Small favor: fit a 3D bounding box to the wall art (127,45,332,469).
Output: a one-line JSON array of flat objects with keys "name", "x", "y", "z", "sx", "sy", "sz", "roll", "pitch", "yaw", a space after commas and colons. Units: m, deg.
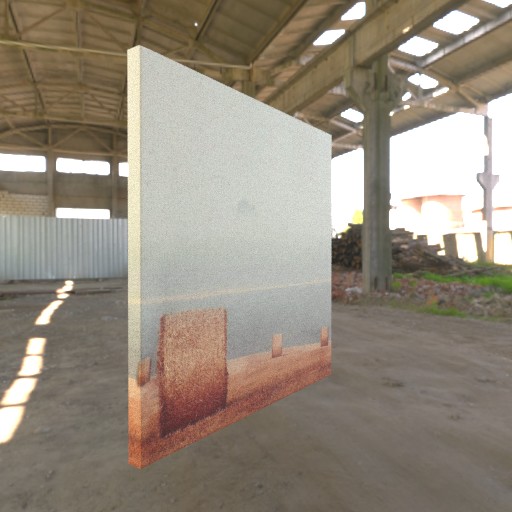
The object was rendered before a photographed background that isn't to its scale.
[{"name": "wall art", "x": 0.000, "y": 0.000, "z": 0.593, "sx": 0.023, "sy": 0.405, "sz": 0.405, "roll": 0, "pitch": 1, "yaw": 36}]
